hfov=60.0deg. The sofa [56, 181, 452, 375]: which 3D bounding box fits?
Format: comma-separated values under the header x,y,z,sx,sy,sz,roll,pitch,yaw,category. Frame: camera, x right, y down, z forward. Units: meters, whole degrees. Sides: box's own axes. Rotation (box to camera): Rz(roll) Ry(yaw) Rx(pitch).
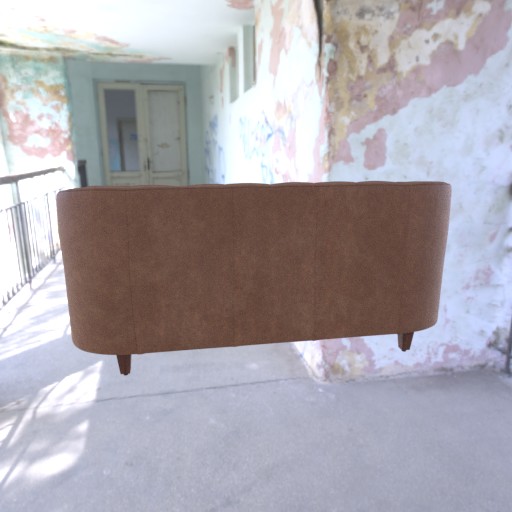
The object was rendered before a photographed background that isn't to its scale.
x,y,z,sx,sy,sz,roll,pitch,yaw,category
0.000,0.000,2.205,1.755,0.786,0.914,-3,15,-10,sofa
